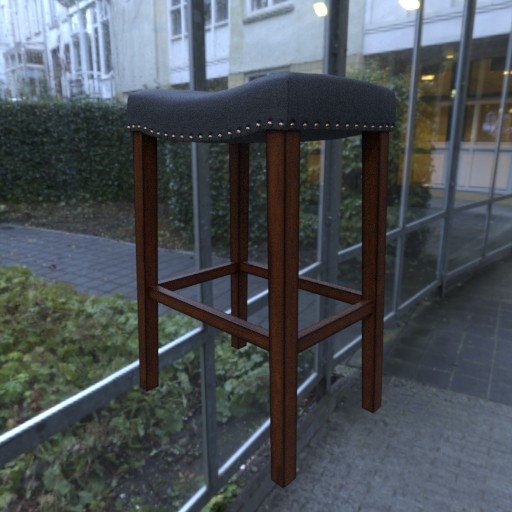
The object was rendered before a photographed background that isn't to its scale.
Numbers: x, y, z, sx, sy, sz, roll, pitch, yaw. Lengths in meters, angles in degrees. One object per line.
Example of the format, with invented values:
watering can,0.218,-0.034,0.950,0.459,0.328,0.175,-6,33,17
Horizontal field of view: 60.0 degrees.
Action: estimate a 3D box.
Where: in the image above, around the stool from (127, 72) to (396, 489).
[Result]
stool,0.000,0.000,1.032,0.502,0.748,0.366,14,21,42
